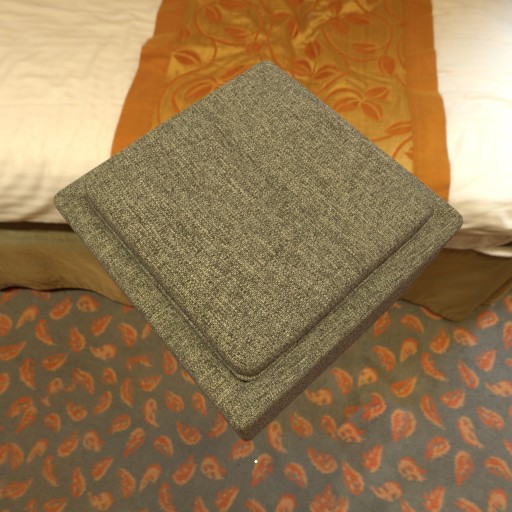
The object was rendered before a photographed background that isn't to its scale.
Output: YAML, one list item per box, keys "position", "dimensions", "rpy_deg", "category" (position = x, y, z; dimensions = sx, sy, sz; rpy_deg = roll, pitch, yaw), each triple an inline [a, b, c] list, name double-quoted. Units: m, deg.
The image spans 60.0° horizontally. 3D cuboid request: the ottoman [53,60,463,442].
- position: [0.000, 0.000, 0.819]
  dimensions: [0.450, 0.460, 0.450]
  rpy_deg: [-39, 71, -16]
  category: "ottoman"
